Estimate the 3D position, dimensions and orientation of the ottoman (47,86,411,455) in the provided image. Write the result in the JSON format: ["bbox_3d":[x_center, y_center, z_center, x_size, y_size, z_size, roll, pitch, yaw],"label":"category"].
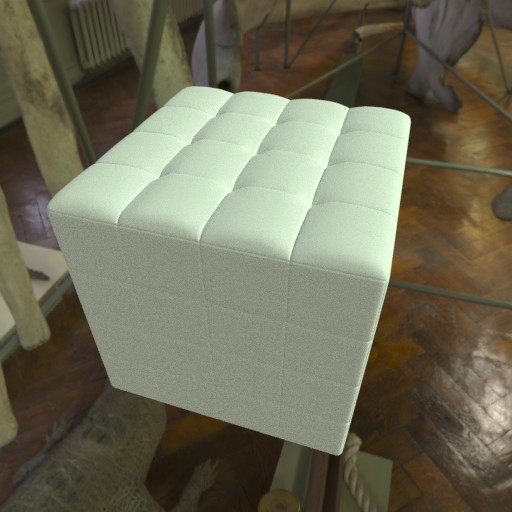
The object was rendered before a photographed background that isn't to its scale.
[{"bbox_3d":[0.000,0.000,0.786,0.425,0.432,0.425,12,42,13],"label":"ottoman"}]
